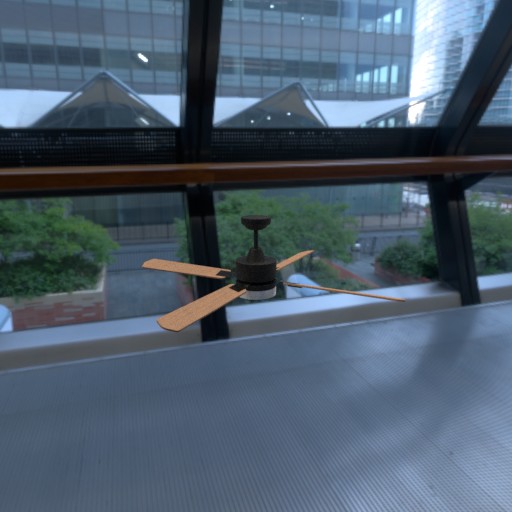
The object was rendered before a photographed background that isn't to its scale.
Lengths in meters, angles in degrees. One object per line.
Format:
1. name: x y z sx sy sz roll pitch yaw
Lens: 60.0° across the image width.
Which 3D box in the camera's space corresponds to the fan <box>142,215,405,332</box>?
1. fan: 0.000 0.000 2.010 1.320 0.355 1.320 7 15 27
